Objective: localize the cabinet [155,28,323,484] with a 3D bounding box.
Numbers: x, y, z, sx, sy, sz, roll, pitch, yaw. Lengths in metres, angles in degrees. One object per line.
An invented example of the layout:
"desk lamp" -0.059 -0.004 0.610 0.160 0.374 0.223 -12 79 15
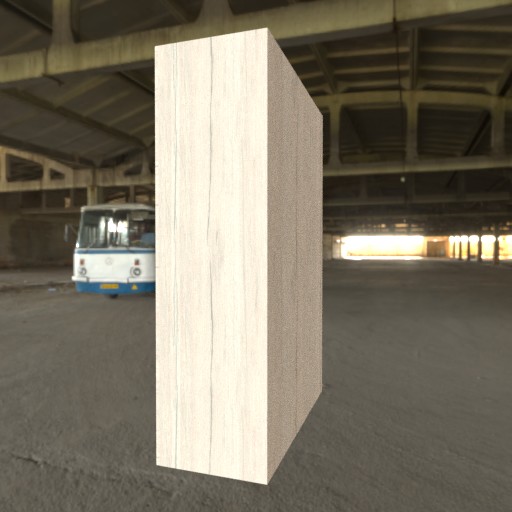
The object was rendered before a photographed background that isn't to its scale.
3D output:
"cabinet" 0.000 0.000 2.756 0.580 2.070 1.400 0 1 19
